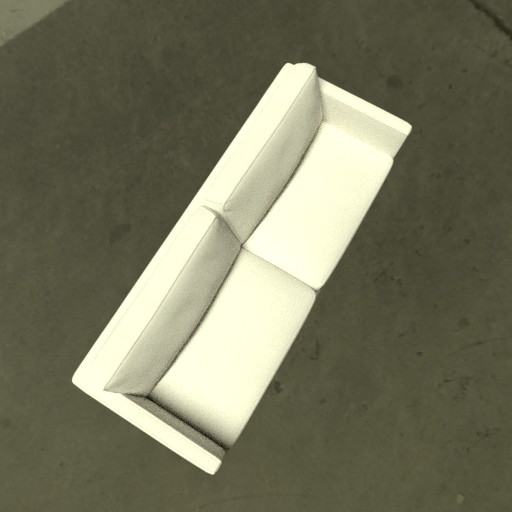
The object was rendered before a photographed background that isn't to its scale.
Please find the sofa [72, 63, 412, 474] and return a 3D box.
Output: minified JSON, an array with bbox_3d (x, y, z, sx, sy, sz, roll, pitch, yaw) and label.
[{"bbox_3d":[0.000,0.000,2.825,0.951,0.962,2.361,30,77,8],"label":"sofa"}]
